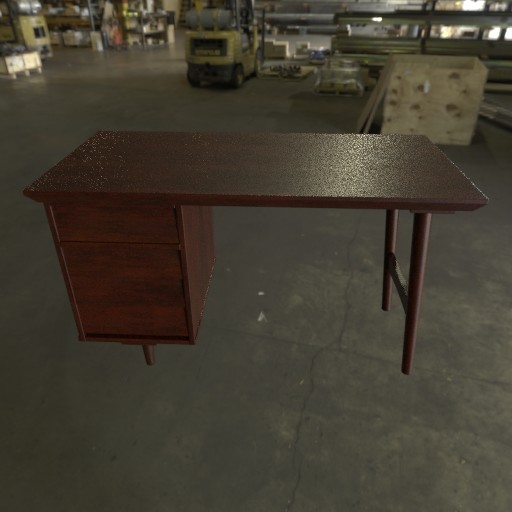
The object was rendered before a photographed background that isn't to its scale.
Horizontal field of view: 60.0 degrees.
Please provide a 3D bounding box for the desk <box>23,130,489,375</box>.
[{"bbox_3d":[0.000,0.000,1.668,1.277,0.758,0.612,1,31,2],"label":"desk"}]
